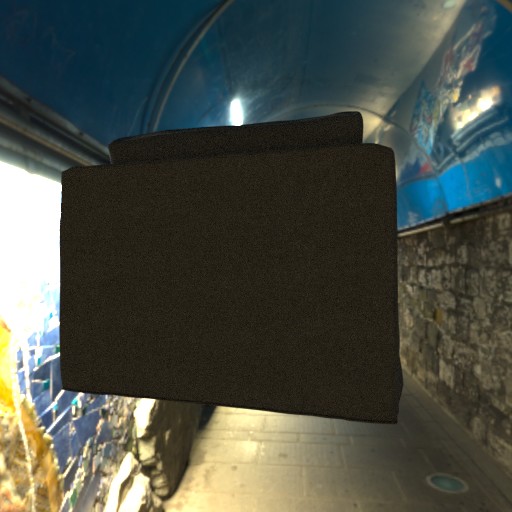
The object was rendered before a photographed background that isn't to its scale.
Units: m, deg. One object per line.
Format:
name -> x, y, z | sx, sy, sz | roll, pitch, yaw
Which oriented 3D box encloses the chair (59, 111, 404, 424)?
chair -> 0.000, 0.000, 1.686 | 1.057, 0.863, 0.949 | 0, -1, 18
